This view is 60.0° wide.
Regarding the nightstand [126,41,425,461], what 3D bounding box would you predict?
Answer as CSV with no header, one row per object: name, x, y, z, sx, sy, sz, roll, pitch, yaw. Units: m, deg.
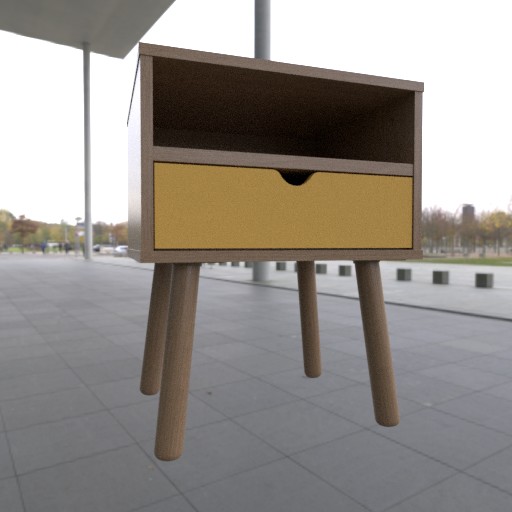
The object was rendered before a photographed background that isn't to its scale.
nightstand,0.000,0.000,0.836,0.450,0.571,0.380,-1,2,-19
